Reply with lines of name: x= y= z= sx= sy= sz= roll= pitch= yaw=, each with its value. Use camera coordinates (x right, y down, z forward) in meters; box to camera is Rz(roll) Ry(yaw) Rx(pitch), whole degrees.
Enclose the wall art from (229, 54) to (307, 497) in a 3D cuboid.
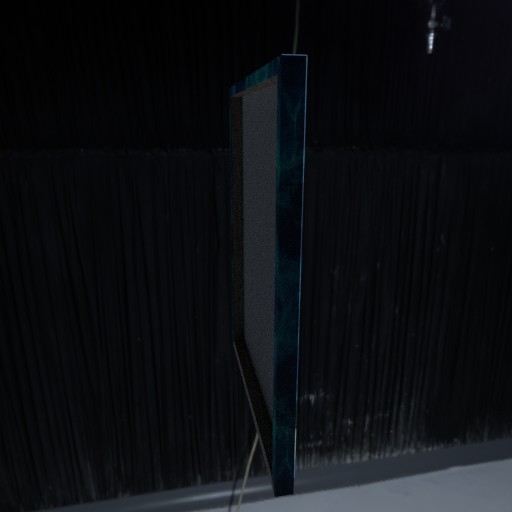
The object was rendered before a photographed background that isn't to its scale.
wall art: x=0.000 y=0.000 z=1.010 sx=0.038 sy=0.760 sz=0.609 roll=-3 pitch=17 yaw=-10
